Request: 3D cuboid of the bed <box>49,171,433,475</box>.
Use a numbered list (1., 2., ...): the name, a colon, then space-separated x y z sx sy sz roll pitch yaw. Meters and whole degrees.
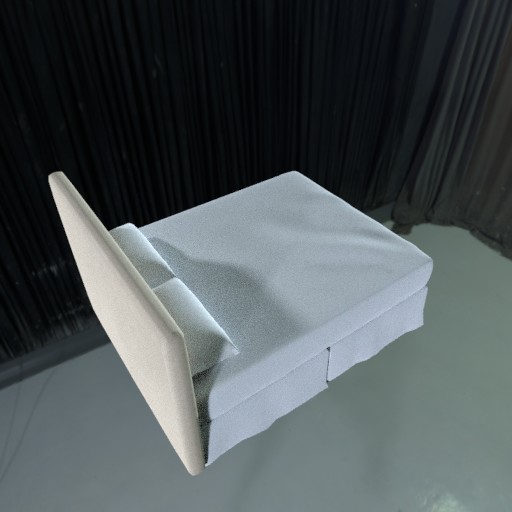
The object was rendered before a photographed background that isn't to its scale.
1. bed: 0.000 0.000 3.181 2.142 1.330 1.723 -25 46 -26
